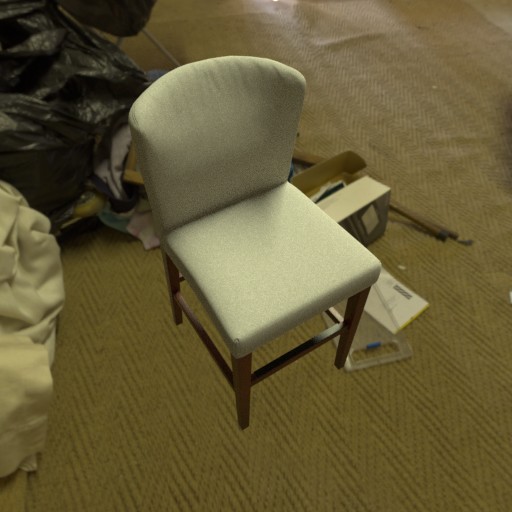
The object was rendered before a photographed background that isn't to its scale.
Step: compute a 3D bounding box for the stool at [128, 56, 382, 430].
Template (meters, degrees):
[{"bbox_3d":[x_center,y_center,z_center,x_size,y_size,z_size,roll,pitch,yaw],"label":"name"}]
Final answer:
[{"bbox_3d":[0.000,0.000,1.325,0.479,0.968,0.568,-25,52,-21],"label":"stool"}]
